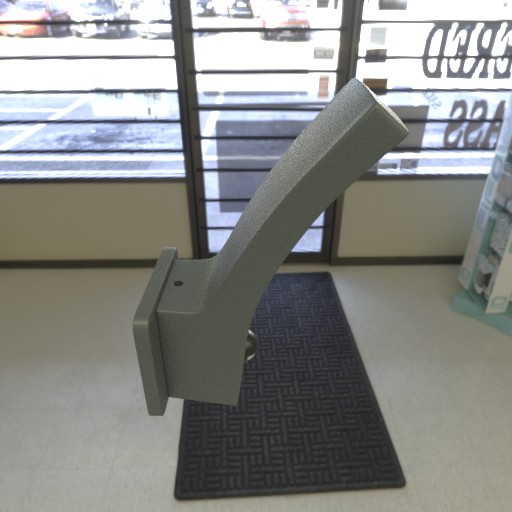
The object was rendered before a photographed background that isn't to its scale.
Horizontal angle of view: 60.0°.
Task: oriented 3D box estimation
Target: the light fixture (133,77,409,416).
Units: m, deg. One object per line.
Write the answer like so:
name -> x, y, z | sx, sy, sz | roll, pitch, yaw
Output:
light fixture -> 0.000, 0.000, 0.331 | 0.174, 0.243, 0.108 | 1, 31, 2
